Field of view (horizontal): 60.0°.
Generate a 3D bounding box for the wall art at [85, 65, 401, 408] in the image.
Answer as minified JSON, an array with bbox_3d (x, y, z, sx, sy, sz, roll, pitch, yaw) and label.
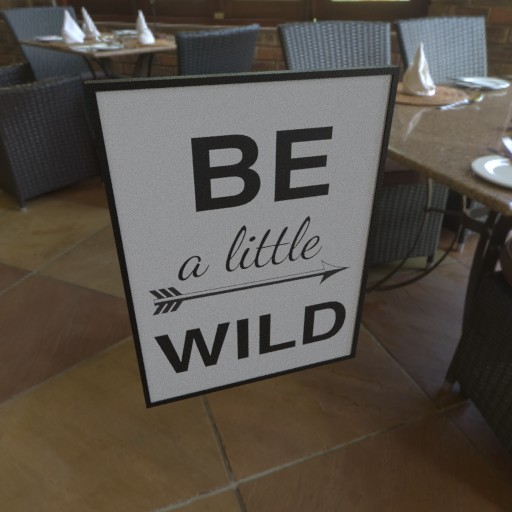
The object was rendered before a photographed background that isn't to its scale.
[{"bbox_3d":[0.000,0.000,1.377,0.806,1.062,0.038,-9,32,-15],"label":"wall art"}]
